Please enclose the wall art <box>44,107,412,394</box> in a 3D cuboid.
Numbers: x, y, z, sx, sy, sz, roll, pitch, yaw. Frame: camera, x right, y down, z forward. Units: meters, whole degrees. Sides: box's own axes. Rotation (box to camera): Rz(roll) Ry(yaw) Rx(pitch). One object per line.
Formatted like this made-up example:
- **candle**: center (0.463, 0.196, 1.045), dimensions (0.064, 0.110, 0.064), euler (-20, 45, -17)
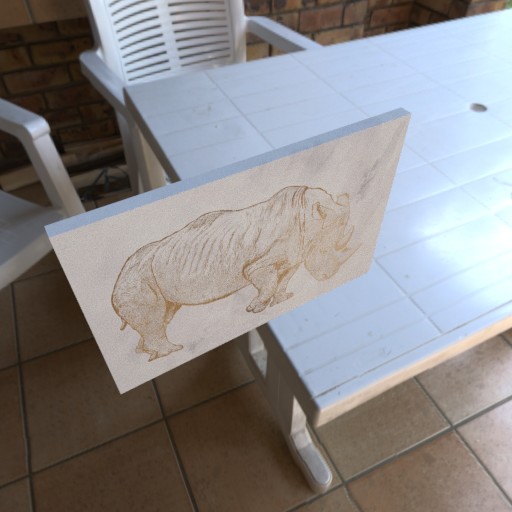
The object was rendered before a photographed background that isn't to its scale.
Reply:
- **wall art**: center (0.000, 0.000, 1.213), dimensions (0.915, 0.610, 0.038), euler (-23, 50, -21)
